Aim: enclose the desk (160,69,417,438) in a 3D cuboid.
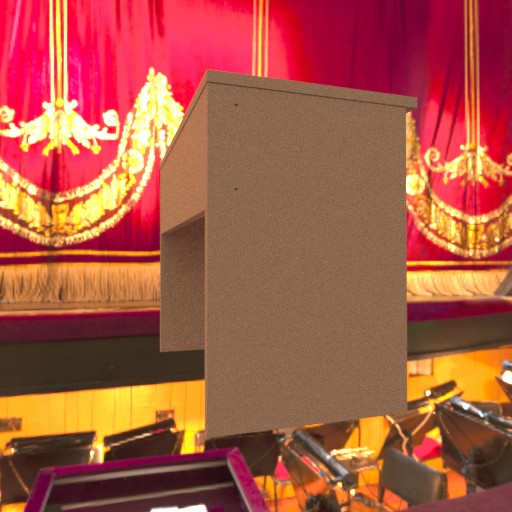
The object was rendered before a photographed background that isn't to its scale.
[{"bbox_3d":[0.000,0.000,1.379,0.498,0.729,0.900,0,-1,-18],"label":"desk"}]
